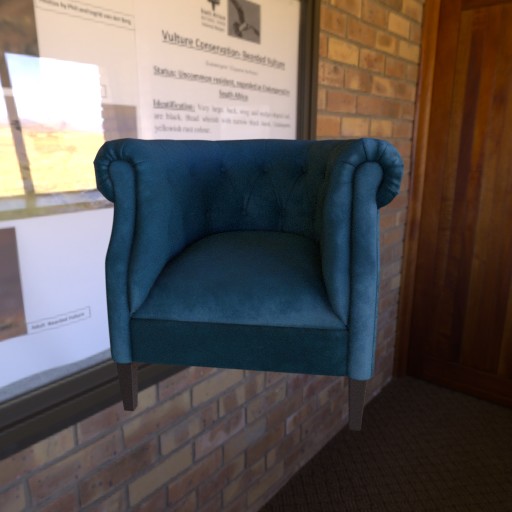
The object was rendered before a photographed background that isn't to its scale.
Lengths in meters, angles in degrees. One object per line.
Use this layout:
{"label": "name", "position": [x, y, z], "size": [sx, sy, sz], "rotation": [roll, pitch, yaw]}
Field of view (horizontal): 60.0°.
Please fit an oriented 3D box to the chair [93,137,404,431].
{"label": "chair", "position": [0.000, 0.000, 1.605], "size": [0.904, 0.826, 0.851], "rotation": [2, 14, 8]}
